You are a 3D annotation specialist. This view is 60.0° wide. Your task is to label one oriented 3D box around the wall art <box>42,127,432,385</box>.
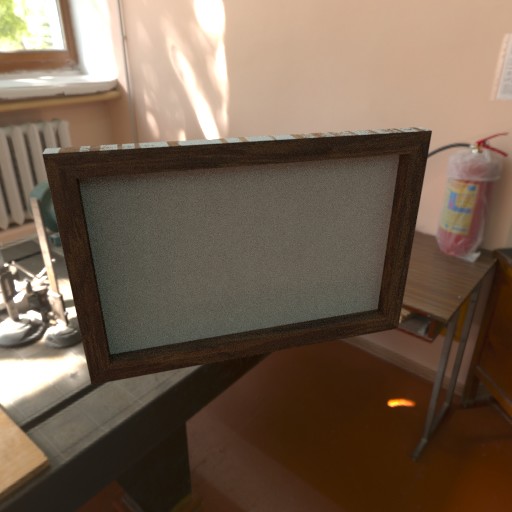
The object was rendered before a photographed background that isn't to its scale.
[{"bbox_3d":[0.000,0.000,0.776,0.609,0.405,0.035,-7,27,-14],"label":"wall art"}]
